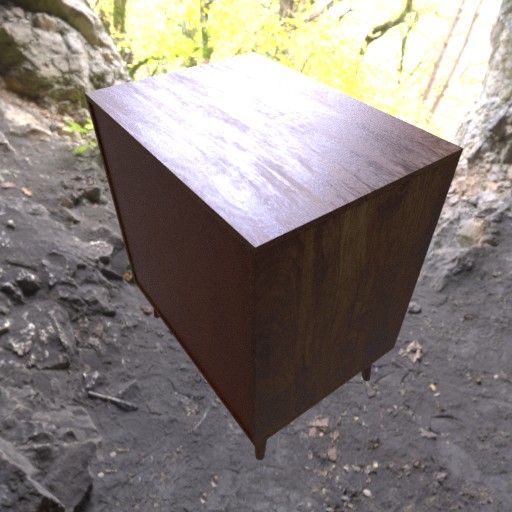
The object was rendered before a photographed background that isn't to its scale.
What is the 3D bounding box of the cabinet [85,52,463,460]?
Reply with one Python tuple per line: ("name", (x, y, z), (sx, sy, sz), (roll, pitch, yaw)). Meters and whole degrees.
("cabinet", (0.000, 0.000, 1.148), (0.473, 0.758, 0.647), (-26, 48, -26))
